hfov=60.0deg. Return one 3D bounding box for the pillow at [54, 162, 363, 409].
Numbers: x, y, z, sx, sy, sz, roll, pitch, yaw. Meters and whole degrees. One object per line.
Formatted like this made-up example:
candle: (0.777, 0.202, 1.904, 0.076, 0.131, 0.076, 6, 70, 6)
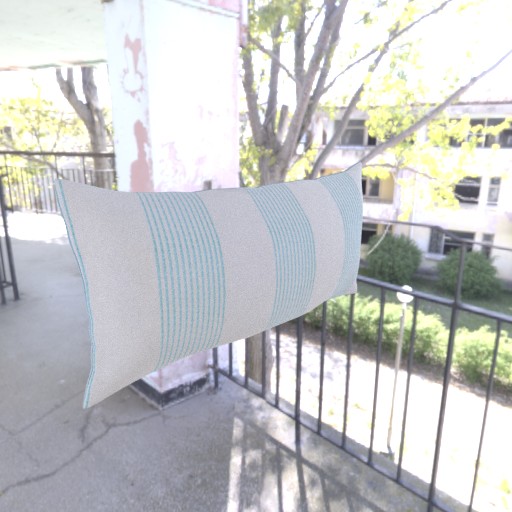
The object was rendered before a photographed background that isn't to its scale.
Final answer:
pillow: (0.000, 0.000, 0.727, 0.610, 0.287, 0.151, -14, 20, -42)
